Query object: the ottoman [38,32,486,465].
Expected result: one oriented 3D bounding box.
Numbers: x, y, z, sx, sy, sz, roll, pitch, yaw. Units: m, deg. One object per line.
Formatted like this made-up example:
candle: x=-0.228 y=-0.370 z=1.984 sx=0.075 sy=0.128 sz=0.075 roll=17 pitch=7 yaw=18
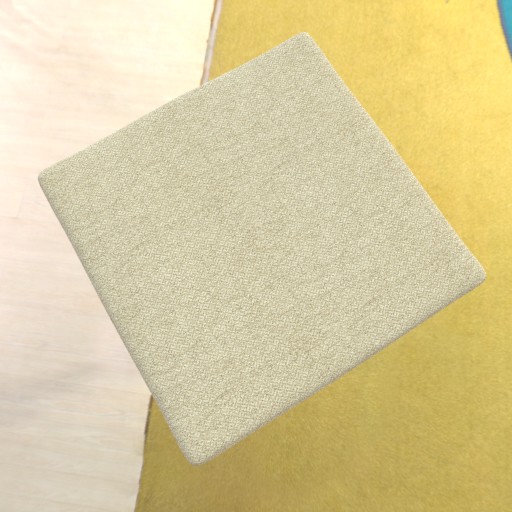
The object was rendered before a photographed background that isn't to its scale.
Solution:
ottoman: x=0.000 y=0.000 z=0.848 sx=0.508 sy=0.432 sz=0.508 roll=-31 pitch=78 yaw=-7
